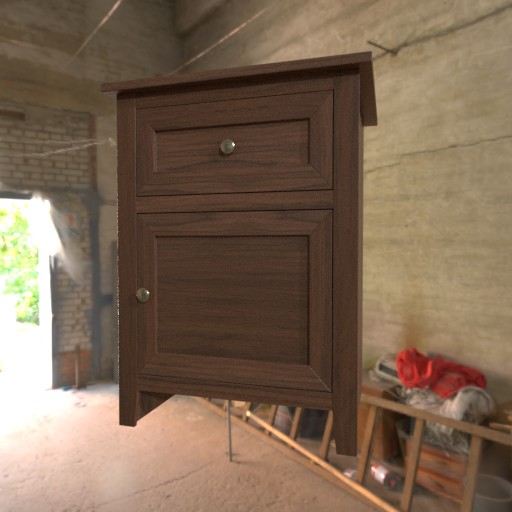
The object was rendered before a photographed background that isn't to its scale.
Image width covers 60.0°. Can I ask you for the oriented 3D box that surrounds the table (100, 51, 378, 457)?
[{"bbox_3d":[0.000,0.000,0.931,0.480,0.636,0.381,0,2,17],"label":"table"}]
